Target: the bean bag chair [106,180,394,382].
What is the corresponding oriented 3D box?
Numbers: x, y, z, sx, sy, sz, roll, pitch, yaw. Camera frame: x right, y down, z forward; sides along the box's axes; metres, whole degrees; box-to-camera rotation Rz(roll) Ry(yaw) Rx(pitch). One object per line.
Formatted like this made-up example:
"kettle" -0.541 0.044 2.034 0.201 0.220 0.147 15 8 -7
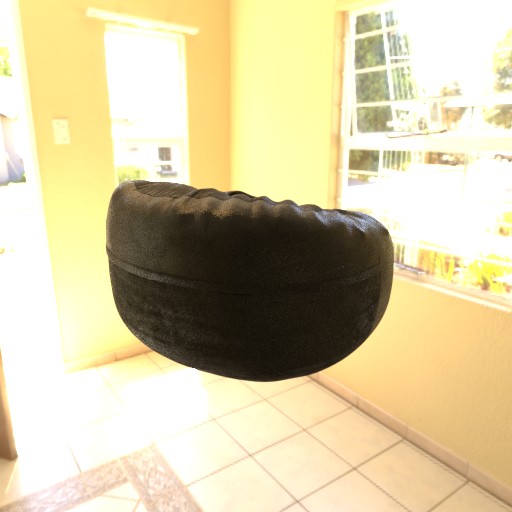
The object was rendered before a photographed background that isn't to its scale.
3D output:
"bean bag chair" 0.000 0.000 2.484 1.524 0.878 1.524 15 21 43
